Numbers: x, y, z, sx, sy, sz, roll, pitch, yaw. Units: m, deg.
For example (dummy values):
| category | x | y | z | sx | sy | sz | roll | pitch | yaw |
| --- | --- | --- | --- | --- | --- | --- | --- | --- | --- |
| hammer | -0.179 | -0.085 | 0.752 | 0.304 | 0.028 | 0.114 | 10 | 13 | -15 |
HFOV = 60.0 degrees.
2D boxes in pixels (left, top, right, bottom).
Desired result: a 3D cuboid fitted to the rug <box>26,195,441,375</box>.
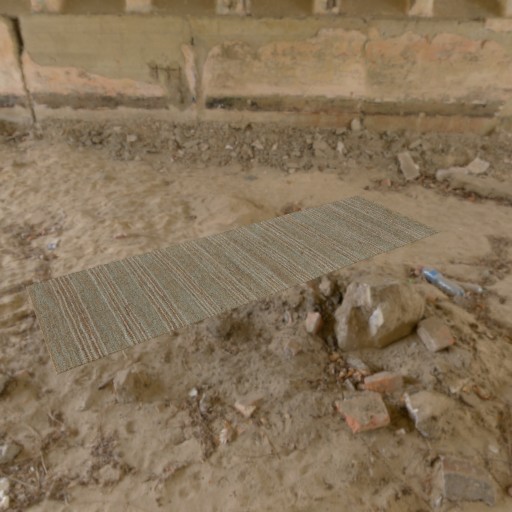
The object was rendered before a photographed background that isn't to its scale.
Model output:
| category | x | y | z | sx | sy | sz | roll | pitch | yaw |
| --- | --- | --- | --- | --- | --- | --- | --- | --- | --- |
| rug | 0.000 | 0.000 | 2.670 | 2.438 | 0.006 | 0.783 | -18 | 34 | -28 |
